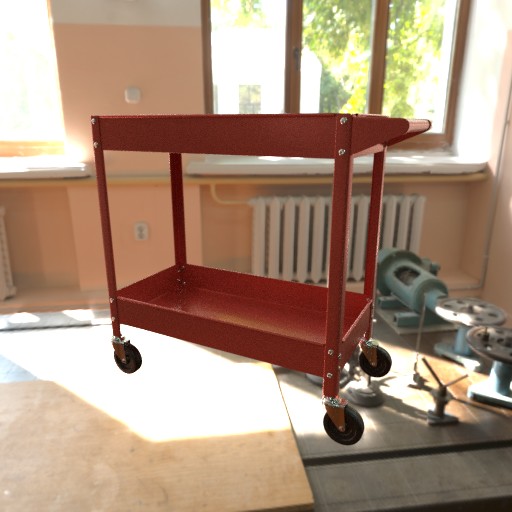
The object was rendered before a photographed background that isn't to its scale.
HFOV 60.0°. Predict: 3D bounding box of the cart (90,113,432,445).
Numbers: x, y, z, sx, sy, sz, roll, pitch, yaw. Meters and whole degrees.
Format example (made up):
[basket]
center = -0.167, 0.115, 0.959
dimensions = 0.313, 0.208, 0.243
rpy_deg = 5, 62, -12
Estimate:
[cart]
center = 0.000, 0.000, 1.187
dimensions = 0.779, 0.719, 0.366
rpy_deg = 9, 19, 26
